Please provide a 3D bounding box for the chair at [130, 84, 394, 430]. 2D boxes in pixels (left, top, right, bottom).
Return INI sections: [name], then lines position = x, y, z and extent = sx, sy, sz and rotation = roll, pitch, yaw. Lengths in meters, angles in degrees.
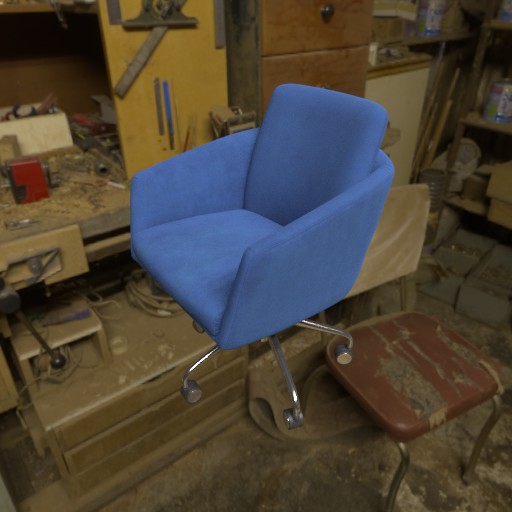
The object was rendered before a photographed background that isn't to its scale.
[chair]
position = 0.000, 0.000, 1.365
extent = 0.635, 0.908, 0.641
rotation = -21, 37, -30
